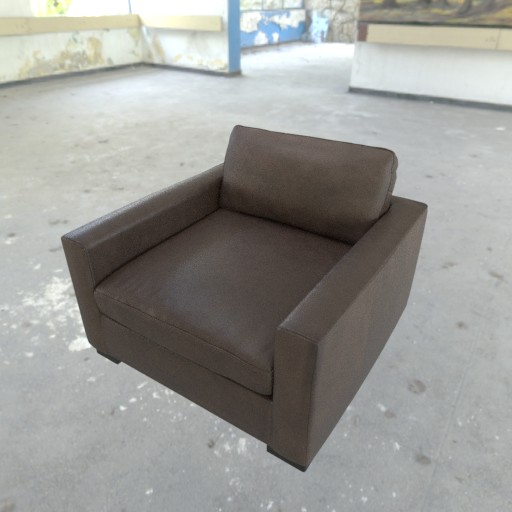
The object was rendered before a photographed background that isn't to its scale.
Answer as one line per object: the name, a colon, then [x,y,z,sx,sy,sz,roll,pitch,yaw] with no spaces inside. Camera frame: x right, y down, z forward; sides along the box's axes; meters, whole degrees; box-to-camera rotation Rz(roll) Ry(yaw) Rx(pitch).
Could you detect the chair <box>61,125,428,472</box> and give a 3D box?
chair: [0.000,0.000,1.815,1.100,0.812,1.069,19,35,28]
